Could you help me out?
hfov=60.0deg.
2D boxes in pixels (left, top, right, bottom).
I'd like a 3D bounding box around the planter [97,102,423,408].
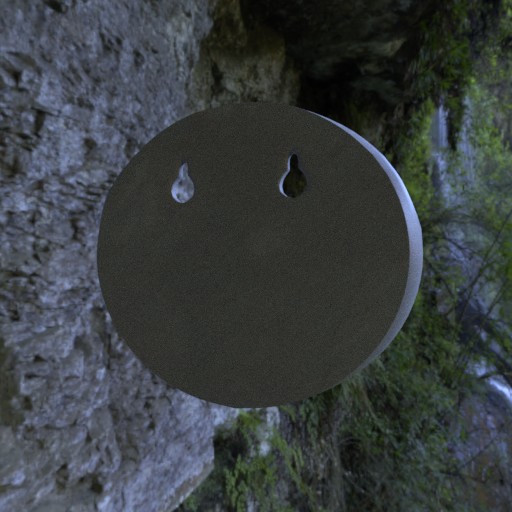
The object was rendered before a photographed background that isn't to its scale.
[{"bbox_3d":[0.000,0.000,0.271,0.190,0.164,0.073,0,-1,18],"label":"planter"}]
